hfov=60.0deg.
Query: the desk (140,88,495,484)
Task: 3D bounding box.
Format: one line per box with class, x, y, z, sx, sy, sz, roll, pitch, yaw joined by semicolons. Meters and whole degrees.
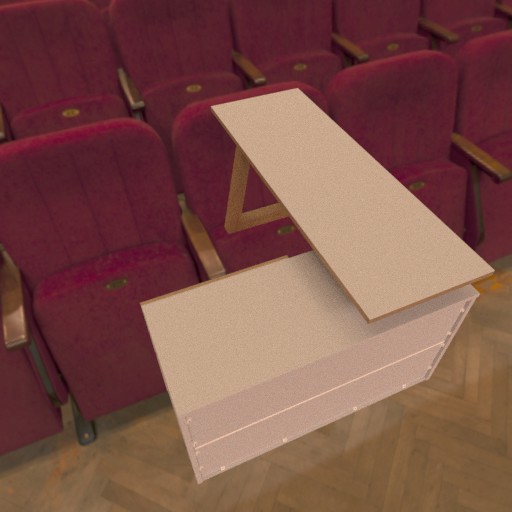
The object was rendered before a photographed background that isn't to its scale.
desk;0.000;0.000;2.018;1.098;0.755;1.404;-18;49;-16
